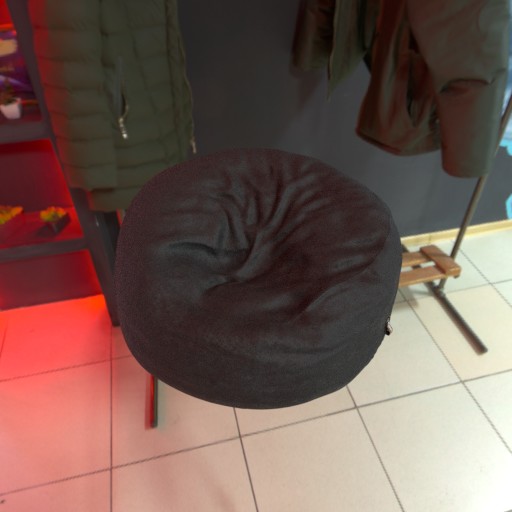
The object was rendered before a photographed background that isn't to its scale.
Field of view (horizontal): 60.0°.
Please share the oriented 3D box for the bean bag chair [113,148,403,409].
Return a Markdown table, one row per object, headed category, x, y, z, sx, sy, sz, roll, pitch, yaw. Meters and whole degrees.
| category | x | y | z | sx | sy | sz | roll | pitch | yaw |
| --- | --- | --- | --- | --- | --- | --- | --- | --- | --- |
| bean bag chair | 0.000 | 0.000 | 2.391 | 1.525 | 0.751 | 1.525 | 0 | 42 | 0 |
